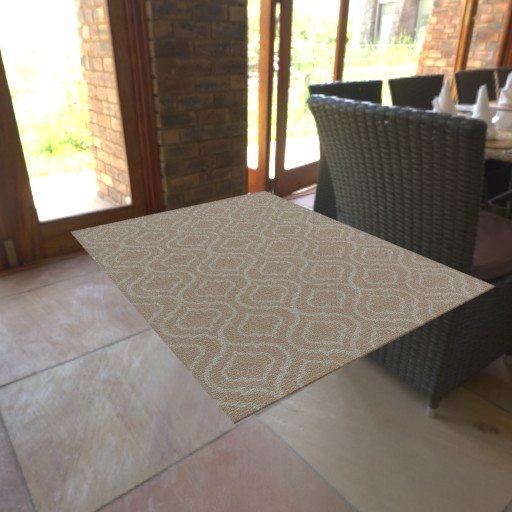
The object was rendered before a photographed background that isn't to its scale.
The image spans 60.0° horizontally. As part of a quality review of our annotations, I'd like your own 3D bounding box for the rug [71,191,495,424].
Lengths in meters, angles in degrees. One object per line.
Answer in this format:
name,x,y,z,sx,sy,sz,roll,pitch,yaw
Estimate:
rug,0.000,0.000,3.752,2.286,0.013,2.894,-17,30,-31
